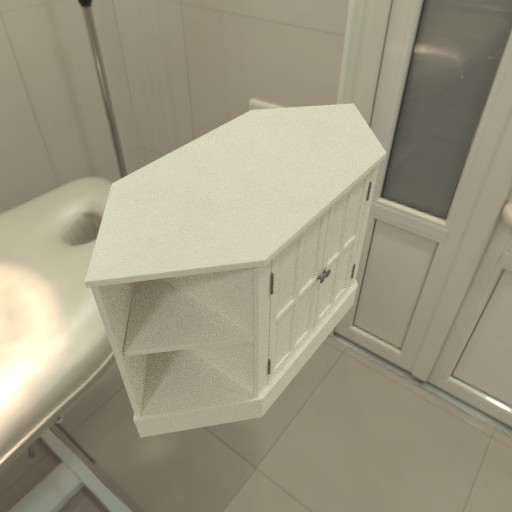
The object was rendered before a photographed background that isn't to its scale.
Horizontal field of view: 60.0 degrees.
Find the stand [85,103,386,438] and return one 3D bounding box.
[{"bbox_3d":[0.000,0.000,1.361,0.477,0.614,1.072,27,48,27],"label":"stand"}]
